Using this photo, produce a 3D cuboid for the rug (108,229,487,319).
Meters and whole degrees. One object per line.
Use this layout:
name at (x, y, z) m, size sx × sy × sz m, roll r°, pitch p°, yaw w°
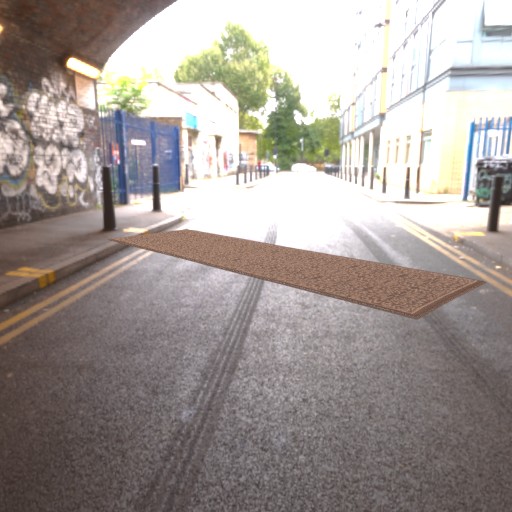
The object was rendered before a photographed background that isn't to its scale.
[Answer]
rug at (0.000, 0.000, 2.468) m, size 0.662 × 0.011 × 2.196 m, roll -12°, pitch 17°, yaw -44°
